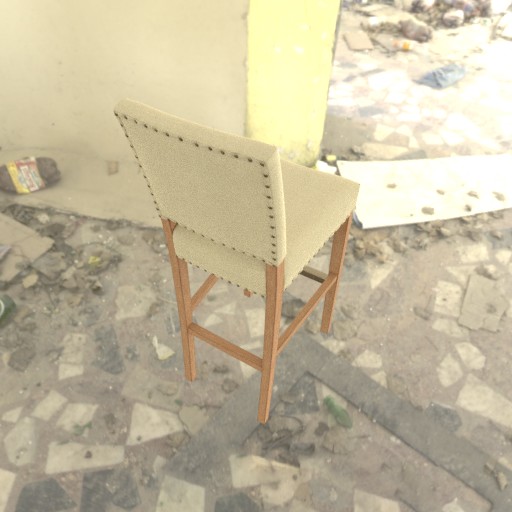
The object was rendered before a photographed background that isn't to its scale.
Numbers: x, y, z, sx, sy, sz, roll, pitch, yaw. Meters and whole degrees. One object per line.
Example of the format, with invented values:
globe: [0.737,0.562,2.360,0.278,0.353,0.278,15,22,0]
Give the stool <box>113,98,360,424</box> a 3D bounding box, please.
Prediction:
stool: [0.000,0.000,1.397,0.428,1.143,0.546,23,50,21]
